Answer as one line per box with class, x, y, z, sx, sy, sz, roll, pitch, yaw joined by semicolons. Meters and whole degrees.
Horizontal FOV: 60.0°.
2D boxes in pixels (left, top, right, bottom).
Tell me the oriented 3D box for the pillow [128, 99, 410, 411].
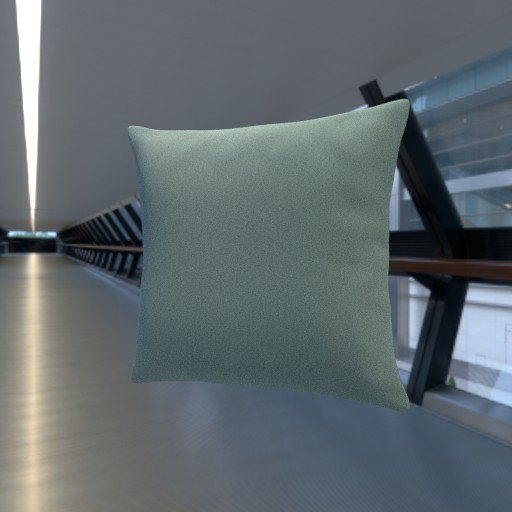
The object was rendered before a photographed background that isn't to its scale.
pillow;0.000;0.000;0.798;0.525;0.508;0.166;0;0;18
